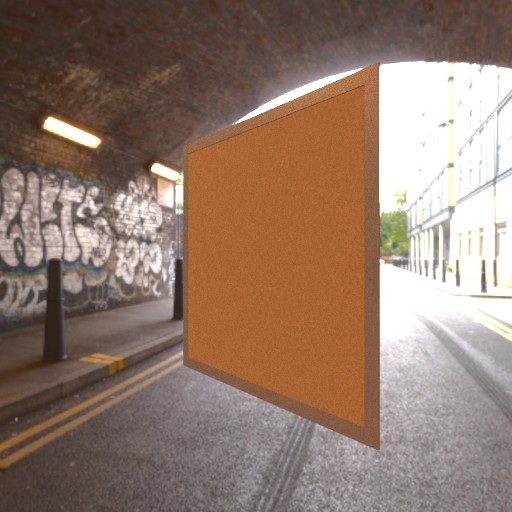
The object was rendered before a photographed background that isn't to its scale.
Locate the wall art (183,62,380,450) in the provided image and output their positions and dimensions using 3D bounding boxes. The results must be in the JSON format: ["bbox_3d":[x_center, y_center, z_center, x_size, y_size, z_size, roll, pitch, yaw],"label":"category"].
[{"bbox_3d":[0.000,0.000,1.696,0.025,1.067,1.168,0,0,-36],"label":"wall art"}]
